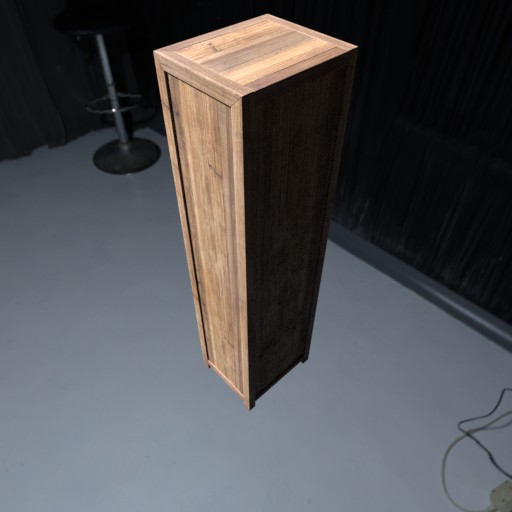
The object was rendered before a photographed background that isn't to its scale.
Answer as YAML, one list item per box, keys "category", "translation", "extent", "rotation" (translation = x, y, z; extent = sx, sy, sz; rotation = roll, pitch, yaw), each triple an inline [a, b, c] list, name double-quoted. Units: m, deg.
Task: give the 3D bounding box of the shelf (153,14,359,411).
- category: "shelf"
  translation: [0.000, 0.000, 2.090]
  extent: [0.500, 1.900, 0.428]
  rotation: [-34, 55, -28]
